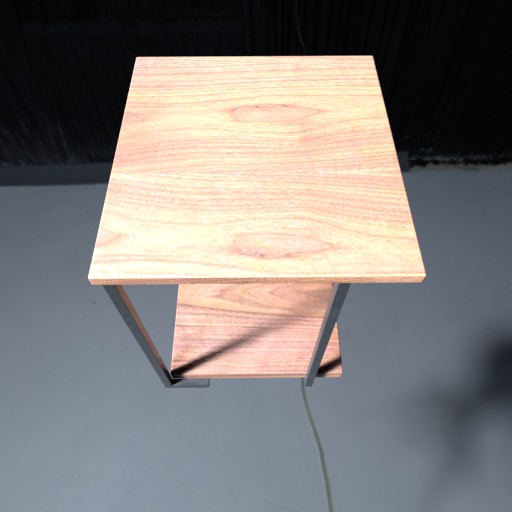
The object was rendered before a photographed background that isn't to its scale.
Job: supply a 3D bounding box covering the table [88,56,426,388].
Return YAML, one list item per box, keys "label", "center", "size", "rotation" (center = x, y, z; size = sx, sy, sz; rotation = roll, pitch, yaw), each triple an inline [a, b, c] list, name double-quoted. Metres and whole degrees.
- label: "table"
  center: [0.000, 0.000, 0.850]
  size: [0.384, 0.567, 0.411]
  rotation: [0, 58, 0]
